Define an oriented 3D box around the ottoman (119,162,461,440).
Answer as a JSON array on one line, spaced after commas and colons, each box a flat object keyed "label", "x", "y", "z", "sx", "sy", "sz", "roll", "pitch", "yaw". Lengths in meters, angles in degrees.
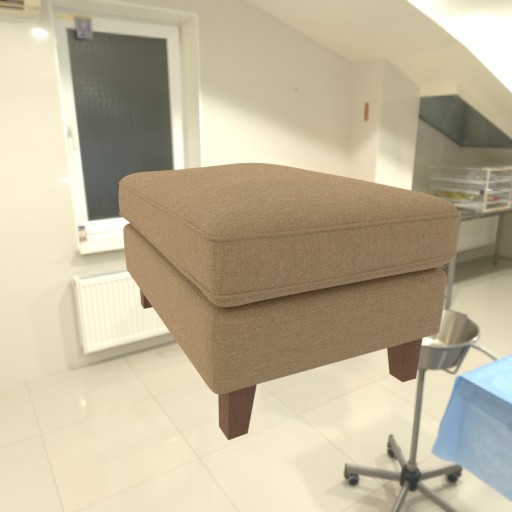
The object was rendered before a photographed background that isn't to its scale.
[{"label": "ottoman", "x": 0.000, "y": 0.000, "z": 1.324, "sx": 0.636, "sy": 0.521, "sz": 0.945, "roll": -8, "pitch": 18, "yaw": -25}]
